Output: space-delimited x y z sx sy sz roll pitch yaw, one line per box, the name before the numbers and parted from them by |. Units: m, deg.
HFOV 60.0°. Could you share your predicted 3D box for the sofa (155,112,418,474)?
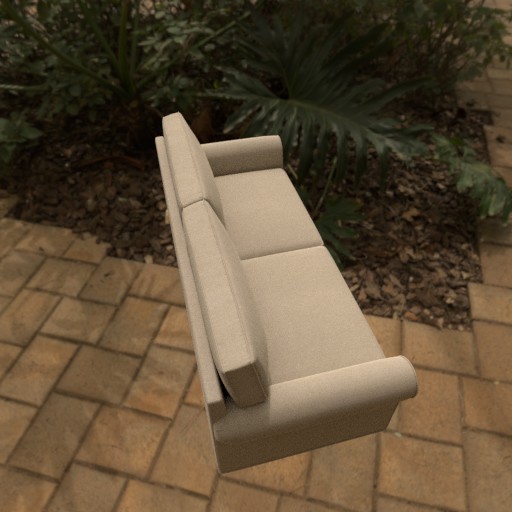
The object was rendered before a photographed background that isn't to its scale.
sofa | 0.000 0.000 2.611 0.901 0.962 2.146 -11 46 -10
